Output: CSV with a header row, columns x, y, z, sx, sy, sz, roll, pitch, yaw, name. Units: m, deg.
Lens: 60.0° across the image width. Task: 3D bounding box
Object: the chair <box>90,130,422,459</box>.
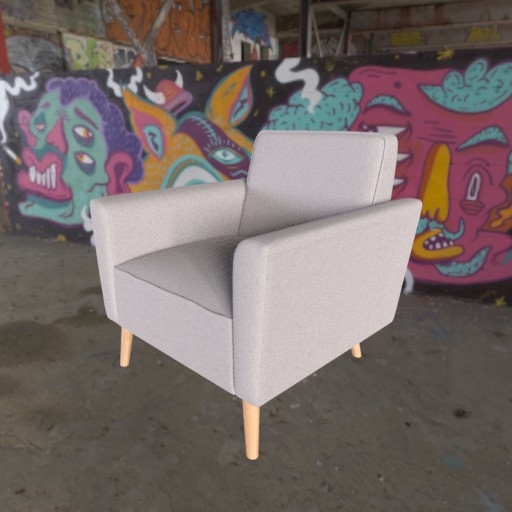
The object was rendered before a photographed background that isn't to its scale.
x,y,z,sx,sy,sz,roll,pitch,yaw,name
0.000,0.000,1.450,0.780,0.780,0.750,16,23,42,chair
